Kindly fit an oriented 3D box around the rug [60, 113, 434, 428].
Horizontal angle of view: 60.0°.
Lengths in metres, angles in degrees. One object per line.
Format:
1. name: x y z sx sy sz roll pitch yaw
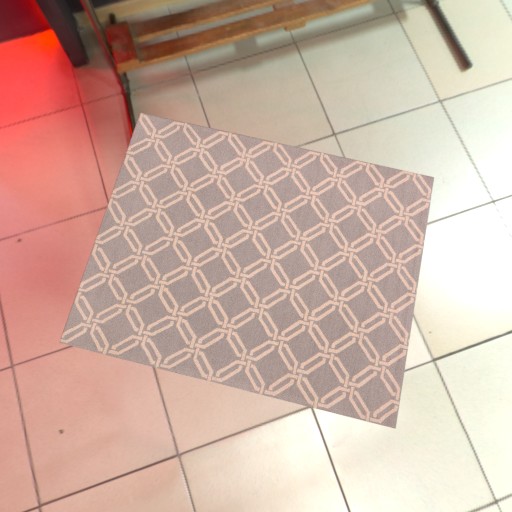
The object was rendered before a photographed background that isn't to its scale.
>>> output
1. rug: 0.000 0.000 3.974 2.895 0.018 2.288 13 76 3
